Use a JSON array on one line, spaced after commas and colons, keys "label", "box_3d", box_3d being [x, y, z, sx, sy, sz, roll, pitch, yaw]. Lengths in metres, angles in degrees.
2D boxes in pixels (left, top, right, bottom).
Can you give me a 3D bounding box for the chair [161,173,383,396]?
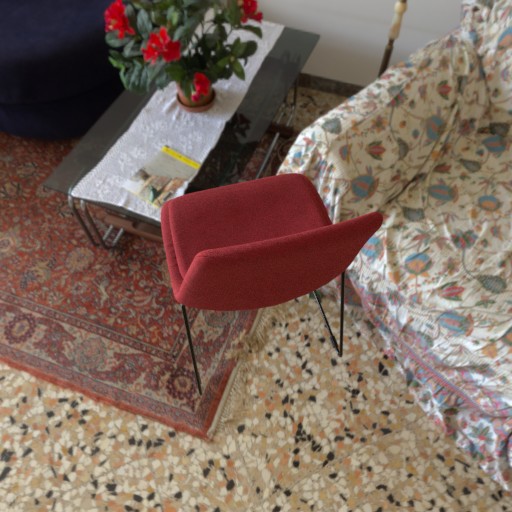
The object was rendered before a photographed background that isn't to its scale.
[{"label": "chair", "box_3d": [0.000, 0.000, 1.160, 0.479, 0.858, 0.518, -13, 59, -8]}]
